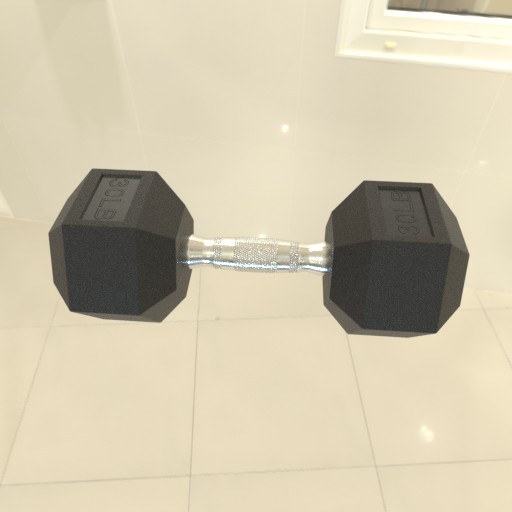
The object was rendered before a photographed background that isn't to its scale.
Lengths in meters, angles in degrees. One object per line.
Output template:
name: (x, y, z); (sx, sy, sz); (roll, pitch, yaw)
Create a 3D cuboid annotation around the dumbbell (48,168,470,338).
dumbbell: (0.000, 0.000, 0.395); (0.337, 0.123, 0.142); (3, 47, 3)
